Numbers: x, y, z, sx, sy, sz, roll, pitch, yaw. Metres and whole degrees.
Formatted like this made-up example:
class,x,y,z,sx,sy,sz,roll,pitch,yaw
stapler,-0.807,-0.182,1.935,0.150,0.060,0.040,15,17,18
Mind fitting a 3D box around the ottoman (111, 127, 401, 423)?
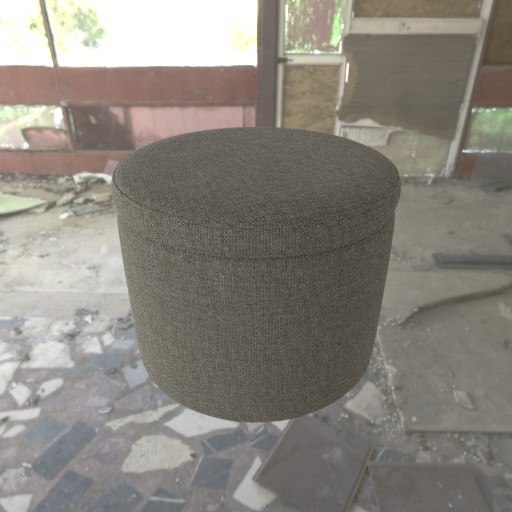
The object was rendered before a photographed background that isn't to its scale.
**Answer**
class,x,y,z,sx,sy,sz,roll,pitch,yaw
ottoman,0.000,0.000,0.910,0.520,0.430,0.520,0,30,0
